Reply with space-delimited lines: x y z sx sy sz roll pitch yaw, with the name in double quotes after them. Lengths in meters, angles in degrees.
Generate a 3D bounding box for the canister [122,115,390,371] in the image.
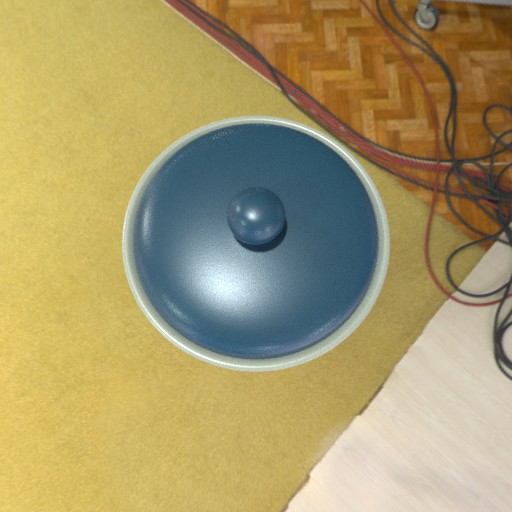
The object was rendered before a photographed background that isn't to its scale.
0.000 0.000 0.356 0.181 0.211 0.181 0 75 0 "canister"
